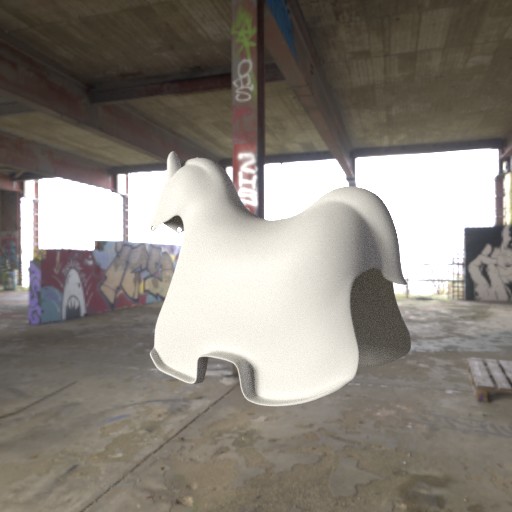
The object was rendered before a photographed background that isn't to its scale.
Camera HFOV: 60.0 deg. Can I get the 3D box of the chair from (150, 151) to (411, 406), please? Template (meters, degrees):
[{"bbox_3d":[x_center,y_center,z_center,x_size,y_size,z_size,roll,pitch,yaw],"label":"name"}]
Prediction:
[{"bbox_3d":[0.000,0.000,1.174,0.800,0.612,0.429,0,0,38],"label":"chair"}]
